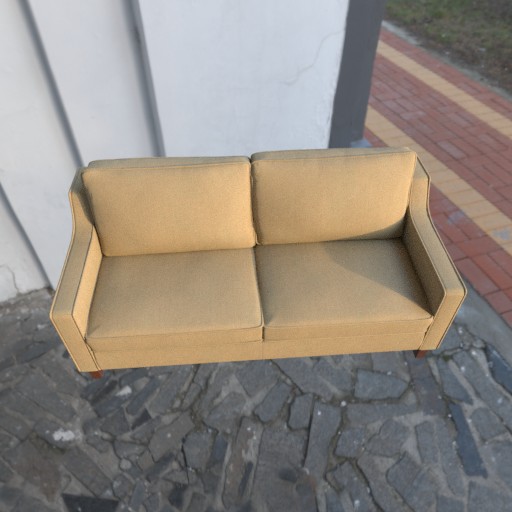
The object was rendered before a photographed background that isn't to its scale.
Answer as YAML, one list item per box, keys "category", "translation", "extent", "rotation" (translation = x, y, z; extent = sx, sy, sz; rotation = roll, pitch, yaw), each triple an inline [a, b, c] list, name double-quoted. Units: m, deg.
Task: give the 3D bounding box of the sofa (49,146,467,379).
- category: "sofa"
  translation: [0.000, 0.000, 2.752]
  extent: [2.178, 1.071, 1.066]
  rotation: [-3, 46, -3]
